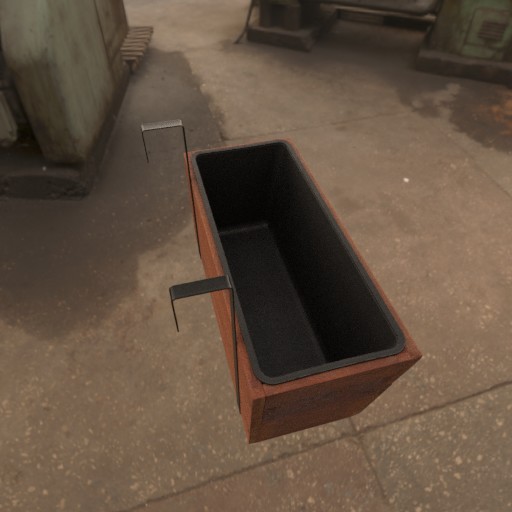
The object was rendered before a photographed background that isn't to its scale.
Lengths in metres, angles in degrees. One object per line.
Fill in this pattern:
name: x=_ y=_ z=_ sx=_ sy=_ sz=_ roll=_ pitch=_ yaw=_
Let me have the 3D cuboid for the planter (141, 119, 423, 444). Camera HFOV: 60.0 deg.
planter: x=0.000 y=0.000 z=0.667 sx=0.262 sy=0.289 sz=0.480 roll=-11 pitch=47 yaw=-10
